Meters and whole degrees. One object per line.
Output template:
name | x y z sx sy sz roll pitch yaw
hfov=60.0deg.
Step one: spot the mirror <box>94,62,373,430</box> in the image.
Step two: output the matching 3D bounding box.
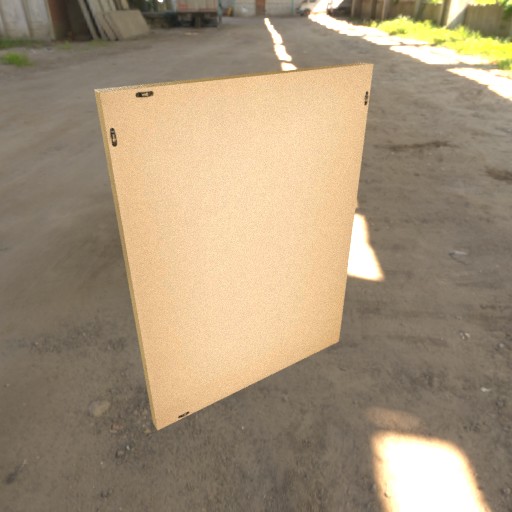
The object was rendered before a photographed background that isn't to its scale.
mirror | 0.000 0.000 1.328 0.762 1.016 0.041 -18 35 -28
